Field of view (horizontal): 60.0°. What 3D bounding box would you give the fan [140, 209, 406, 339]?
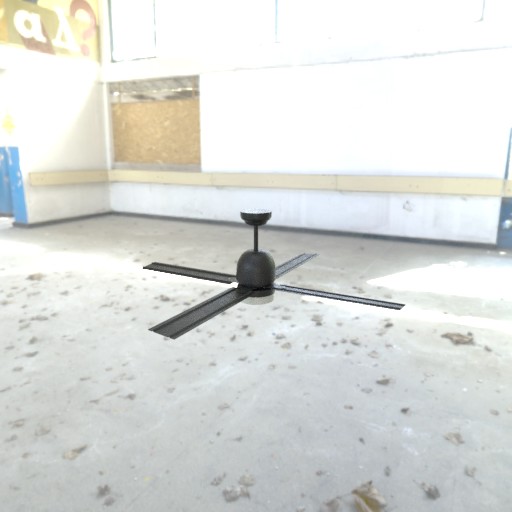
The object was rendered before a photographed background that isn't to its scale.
[{"bbox_3d":[0.000,0.000,2.014,1.319,0.410,1.319,7,15,27],"label":"fan"}]
